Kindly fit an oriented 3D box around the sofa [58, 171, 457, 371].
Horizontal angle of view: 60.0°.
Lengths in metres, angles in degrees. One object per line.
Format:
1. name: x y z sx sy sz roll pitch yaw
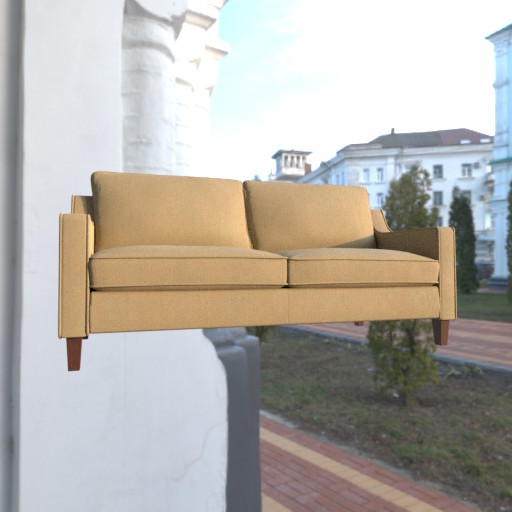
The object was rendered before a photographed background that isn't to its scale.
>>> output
1. sofa: 0.000 0.000 2.776 2.178 1.071 1.066 0 -1 -19
